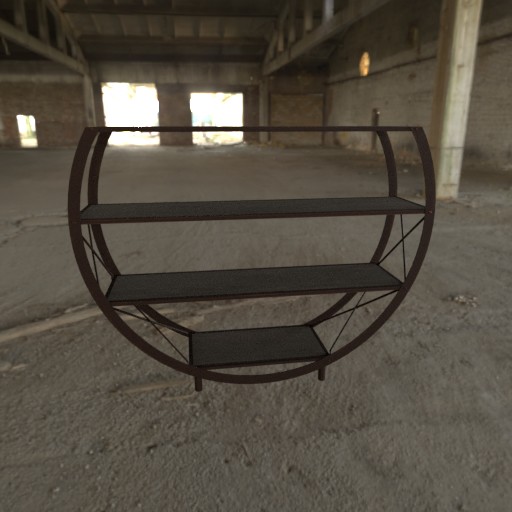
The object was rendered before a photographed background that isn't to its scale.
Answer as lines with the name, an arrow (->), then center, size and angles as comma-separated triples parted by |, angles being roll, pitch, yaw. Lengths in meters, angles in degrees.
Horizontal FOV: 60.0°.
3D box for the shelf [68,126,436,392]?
shelf -> 0.000, 0.000, 1.894 | 1.403, 1.063, 0.344 | -3, 17, -8
